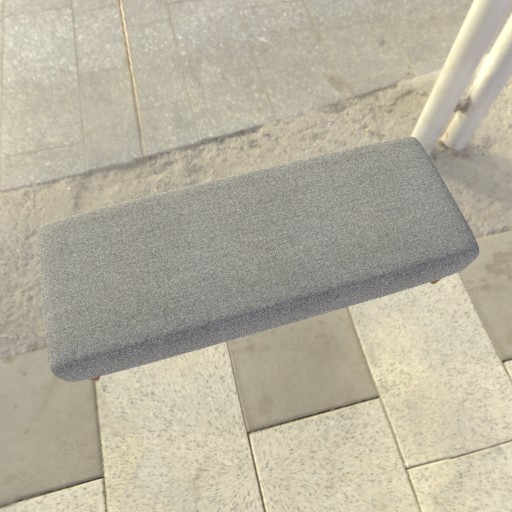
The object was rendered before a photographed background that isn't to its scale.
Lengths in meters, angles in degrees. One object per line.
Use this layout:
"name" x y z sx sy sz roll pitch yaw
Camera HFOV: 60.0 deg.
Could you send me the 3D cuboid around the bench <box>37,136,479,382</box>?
"bench" 0.000 0.000 1.822 1.598 0.384 0.631 -15 65 -7
